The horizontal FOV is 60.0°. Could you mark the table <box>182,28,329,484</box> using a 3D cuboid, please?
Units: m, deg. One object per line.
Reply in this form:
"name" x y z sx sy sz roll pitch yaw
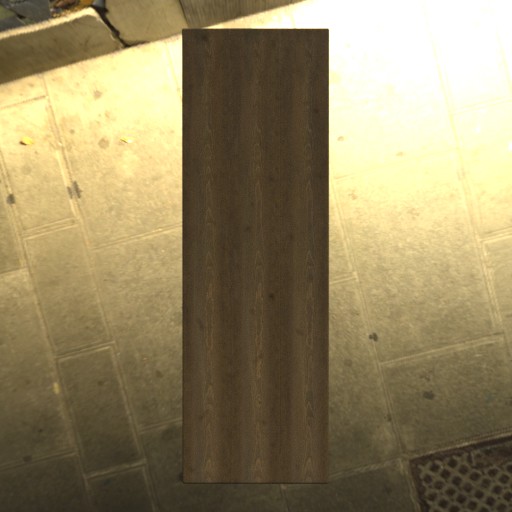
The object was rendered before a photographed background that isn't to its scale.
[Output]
"table" 0.000 0.000 2.100 0.551 0.902 1.700 0 90 0
